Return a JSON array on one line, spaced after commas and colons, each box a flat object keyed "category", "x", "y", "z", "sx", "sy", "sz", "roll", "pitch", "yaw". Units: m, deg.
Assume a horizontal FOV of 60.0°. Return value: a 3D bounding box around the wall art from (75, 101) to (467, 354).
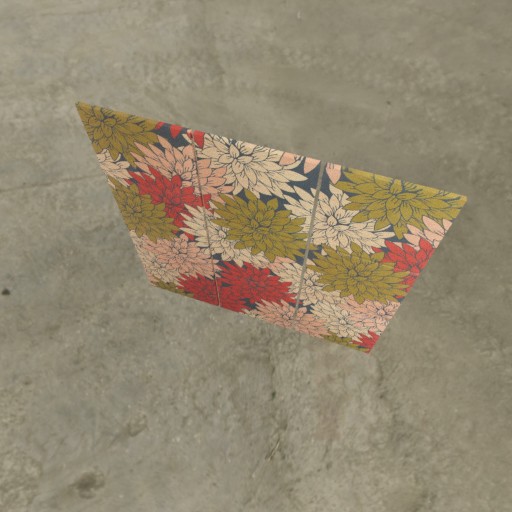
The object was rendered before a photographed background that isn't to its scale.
[{"category": "wall art", "x": 0.000, "y": 0.000, "z": 1.365, "sx": 0.904, "sy": 0.913, "sz": 0.013, "roll": 16, "pitch": 60, "yaw": 10}]
